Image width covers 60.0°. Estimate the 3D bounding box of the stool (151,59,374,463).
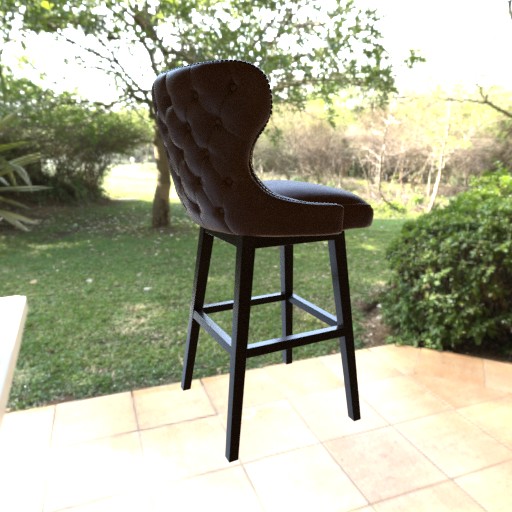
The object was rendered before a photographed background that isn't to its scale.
[{"bbox_3d":[0.000,0.000,1.447,0.606,1.087,0.591,-7,15,-26],"label":"stool"}]
